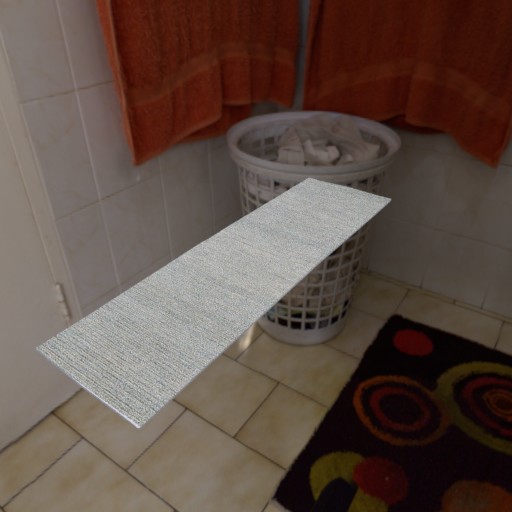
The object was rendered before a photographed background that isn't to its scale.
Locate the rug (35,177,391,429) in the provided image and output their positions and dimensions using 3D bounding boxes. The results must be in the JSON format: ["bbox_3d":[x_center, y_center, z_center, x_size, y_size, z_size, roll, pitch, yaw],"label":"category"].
[{"bbox_3d":[0.000,0.000,2.550,0.675,0.037,2.341,22,39,30],"label":"rug"}]
